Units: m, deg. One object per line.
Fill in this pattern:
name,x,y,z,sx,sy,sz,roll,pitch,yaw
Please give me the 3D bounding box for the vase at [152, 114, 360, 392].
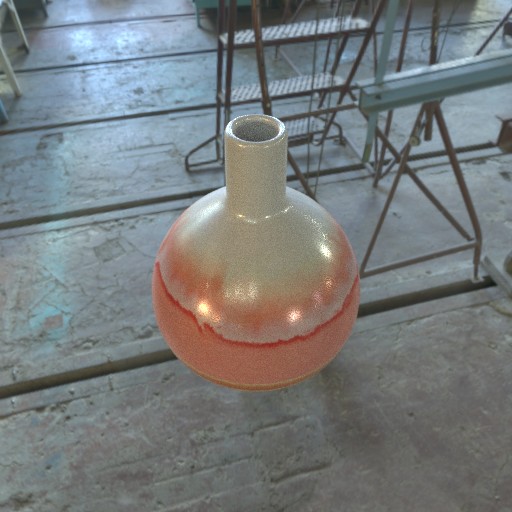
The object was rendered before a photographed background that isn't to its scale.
vase,0.000,0.000,0.276,0.137,0.176,0.137,0,46,0
